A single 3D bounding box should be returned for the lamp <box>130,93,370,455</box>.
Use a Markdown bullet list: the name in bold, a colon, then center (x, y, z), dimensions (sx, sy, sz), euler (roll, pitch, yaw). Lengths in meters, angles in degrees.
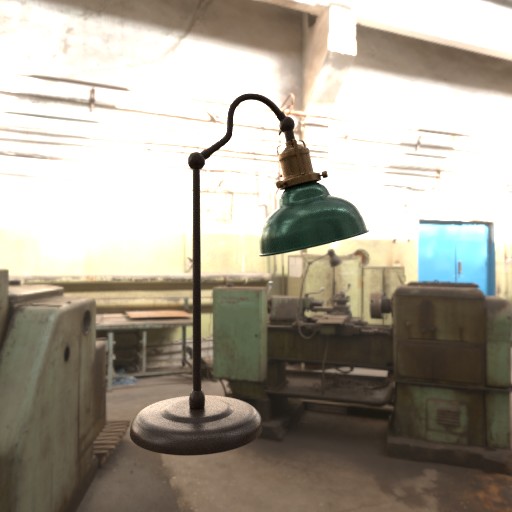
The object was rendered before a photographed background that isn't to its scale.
- **lamp**: center (0.000, 0.000, 0.688), dimensions (0.374, 0.508, 0.192), euler (0, -1, -19)
